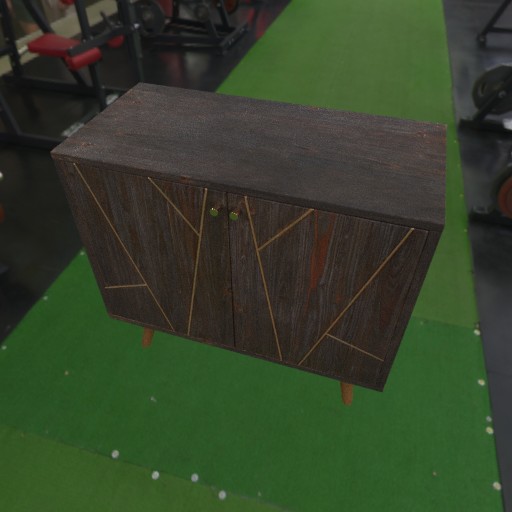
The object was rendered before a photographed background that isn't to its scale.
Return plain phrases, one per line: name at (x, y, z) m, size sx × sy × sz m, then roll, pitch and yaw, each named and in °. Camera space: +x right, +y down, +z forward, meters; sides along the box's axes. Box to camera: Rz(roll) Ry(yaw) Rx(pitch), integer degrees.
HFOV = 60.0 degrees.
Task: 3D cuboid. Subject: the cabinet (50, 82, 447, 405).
cabinet at (0.000, 0.000, 1.555) m, size 1.023 × 0.897 × 0.529 m, roll 12°, pitch 45°, yaw 13°
